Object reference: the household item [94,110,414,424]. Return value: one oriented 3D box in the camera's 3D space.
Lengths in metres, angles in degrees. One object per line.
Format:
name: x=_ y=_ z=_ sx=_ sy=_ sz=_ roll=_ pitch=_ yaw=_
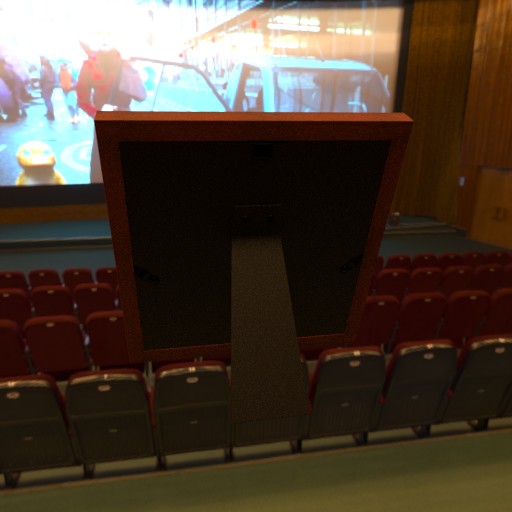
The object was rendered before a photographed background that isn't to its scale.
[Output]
household item: x=0.000 y=0.000 z=0.389 sx=0.240 sy=0.240 sz=0.131 roll=-3 pitch=16 yaw=-10
